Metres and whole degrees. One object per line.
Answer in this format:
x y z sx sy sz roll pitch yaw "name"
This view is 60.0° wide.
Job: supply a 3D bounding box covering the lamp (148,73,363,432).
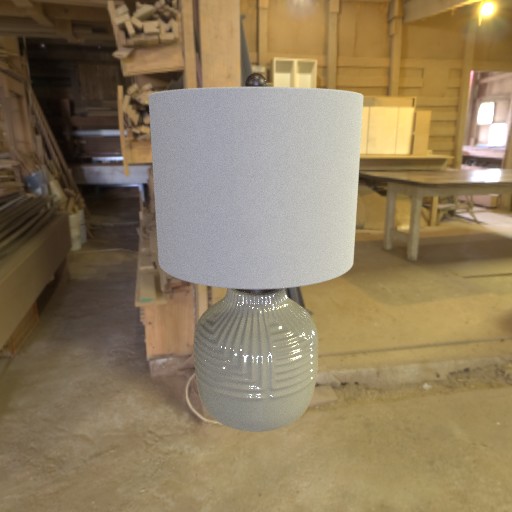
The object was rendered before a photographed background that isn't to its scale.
0.000 0.000 0.738 0.318 0.567 0.318 0 16 0 "lamp"
